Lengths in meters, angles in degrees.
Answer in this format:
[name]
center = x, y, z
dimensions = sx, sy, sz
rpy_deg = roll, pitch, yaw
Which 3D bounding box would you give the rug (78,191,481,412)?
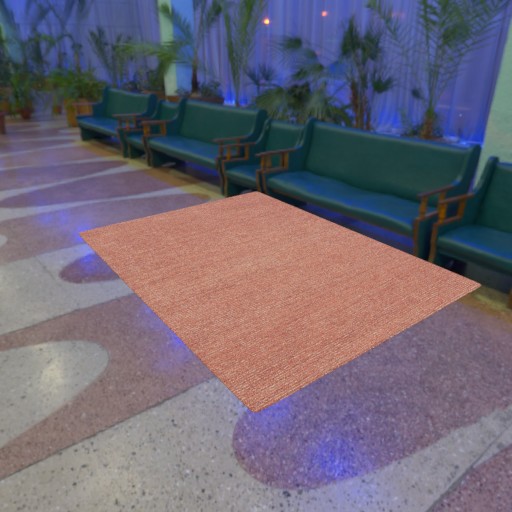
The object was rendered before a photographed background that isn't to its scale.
[rug]
center = 0.000, 0.000, 2.809
dimensions = 1.594, 0.009, 2.112
rpy_deg = -18, 32, -32
